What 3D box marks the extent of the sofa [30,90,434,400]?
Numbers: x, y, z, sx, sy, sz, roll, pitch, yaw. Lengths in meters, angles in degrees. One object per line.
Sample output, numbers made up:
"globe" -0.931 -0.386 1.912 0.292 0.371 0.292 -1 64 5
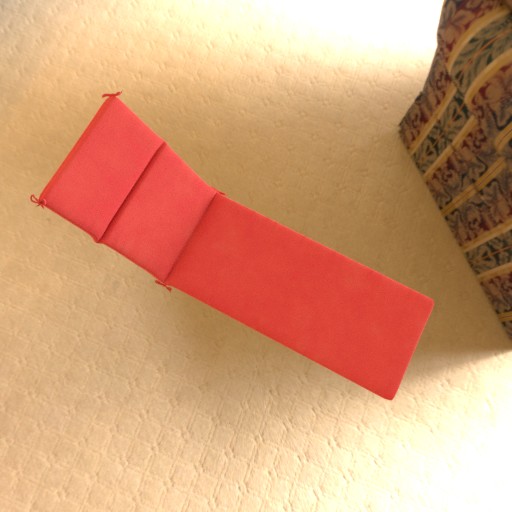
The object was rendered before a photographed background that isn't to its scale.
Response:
"sofa" 0.000 0.000 1.903 1.663 0.622 0.582 27 77 7
